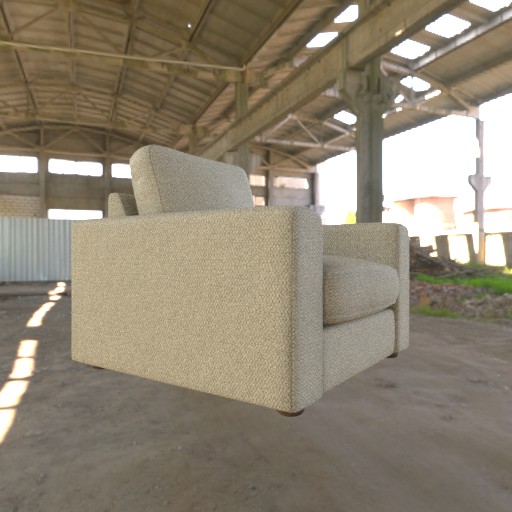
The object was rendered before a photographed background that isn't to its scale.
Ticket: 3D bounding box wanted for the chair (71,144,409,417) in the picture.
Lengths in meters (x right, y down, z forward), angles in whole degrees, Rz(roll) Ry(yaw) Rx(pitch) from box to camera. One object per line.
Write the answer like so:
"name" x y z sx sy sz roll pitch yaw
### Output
"chair" 0.000 0.000 1.789 1.016 0.873 1.005 0 0 35
